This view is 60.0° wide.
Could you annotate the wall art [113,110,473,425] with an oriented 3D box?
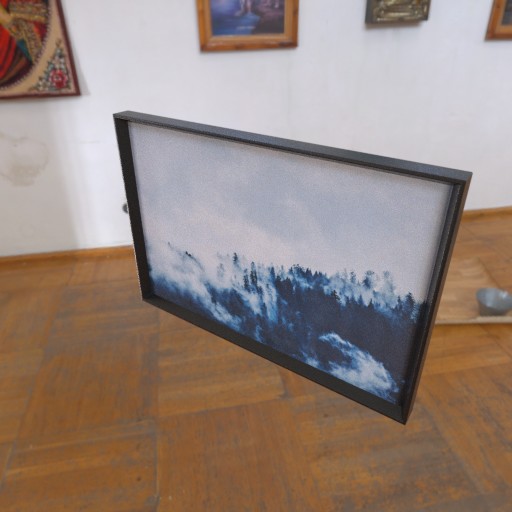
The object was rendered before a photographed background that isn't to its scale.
[{"bbox_3d":[0.000,0.000,1.192,0.939,0.640,0.058,19,35,29],"label":"wall art"}]
